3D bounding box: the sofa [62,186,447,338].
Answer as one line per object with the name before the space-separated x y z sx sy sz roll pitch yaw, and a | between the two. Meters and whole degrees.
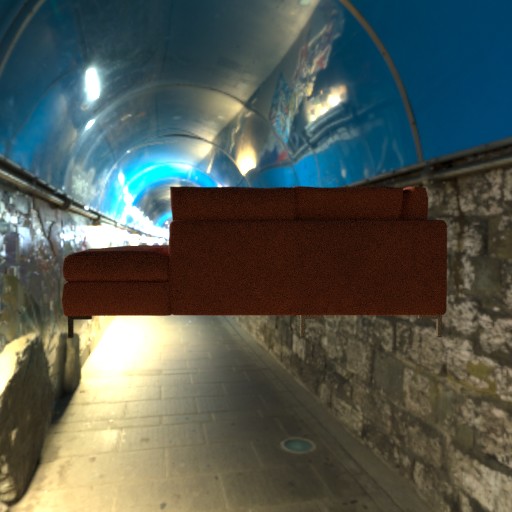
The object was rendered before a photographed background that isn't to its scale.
sofa | 0.000 0.000 3.477 1.879 0.757 2.736 0 1 0
